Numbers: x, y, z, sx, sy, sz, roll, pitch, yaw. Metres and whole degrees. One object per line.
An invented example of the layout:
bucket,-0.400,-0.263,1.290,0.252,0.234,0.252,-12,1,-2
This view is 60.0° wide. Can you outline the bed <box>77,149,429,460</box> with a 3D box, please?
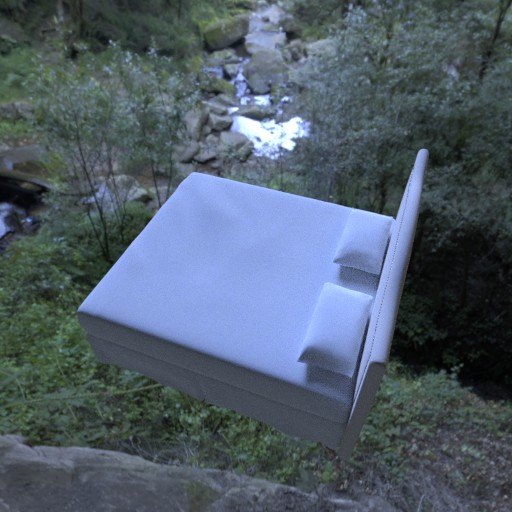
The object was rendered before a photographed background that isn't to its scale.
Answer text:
bed,0.000,0.000,3.542,2.182,1.421,2.083,15,48,15
